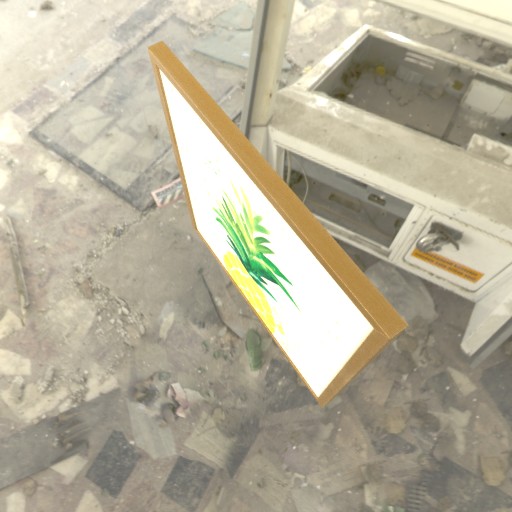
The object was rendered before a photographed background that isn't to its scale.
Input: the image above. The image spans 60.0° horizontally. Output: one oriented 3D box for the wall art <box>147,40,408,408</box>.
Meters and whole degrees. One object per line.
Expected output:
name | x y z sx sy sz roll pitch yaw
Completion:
wall art | 0.000 0.000 1.142 0.037 0.760 0.762 -31 68 -14
